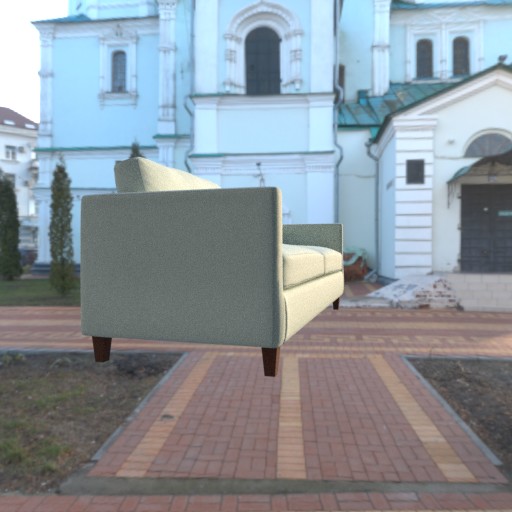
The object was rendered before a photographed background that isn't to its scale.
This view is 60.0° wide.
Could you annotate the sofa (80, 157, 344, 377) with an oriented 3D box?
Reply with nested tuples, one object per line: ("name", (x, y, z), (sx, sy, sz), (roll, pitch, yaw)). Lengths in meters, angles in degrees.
("sofa", (0.000, 0.000, 2.997), (0.948, 0.965, 2.434), (0, 0, 17))
